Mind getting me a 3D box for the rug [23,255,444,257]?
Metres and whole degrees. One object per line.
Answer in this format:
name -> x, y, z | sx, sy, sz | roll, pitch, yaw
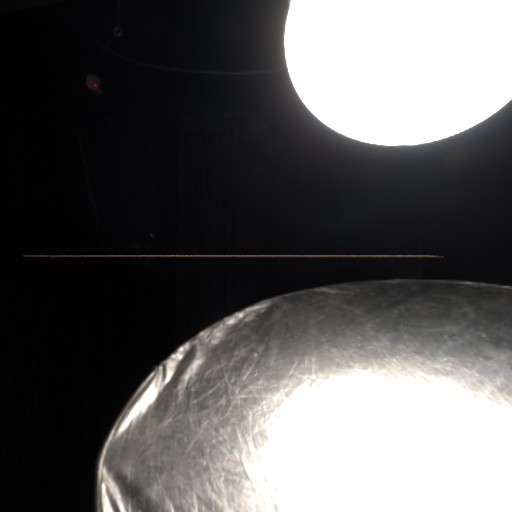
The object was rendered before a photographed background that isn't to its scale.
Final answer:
rug -> 0.000, 0.000, 4.133 | 3.045, 0.011, 2.436 | 0, 0, 18
